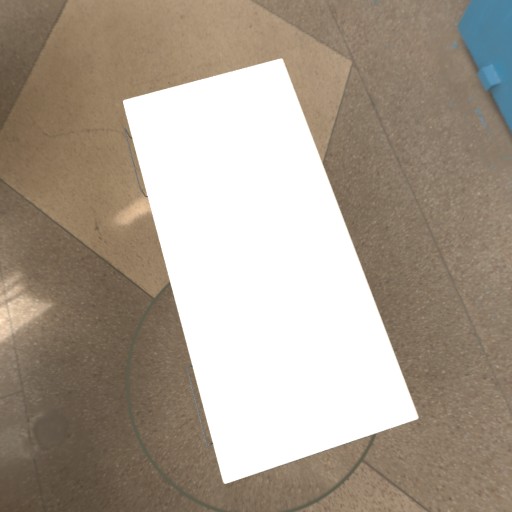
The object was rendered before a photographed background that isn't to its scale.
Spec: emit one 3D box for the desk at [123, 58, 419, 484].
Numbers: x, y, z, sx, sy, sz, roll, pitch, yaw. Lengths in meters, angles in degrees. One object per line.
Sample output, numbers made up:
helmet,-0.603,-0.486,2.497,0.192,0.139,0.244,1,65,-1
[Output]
desk,0.000,0.000,2.252,0.900,0.455,1.900,-17,76,-4
